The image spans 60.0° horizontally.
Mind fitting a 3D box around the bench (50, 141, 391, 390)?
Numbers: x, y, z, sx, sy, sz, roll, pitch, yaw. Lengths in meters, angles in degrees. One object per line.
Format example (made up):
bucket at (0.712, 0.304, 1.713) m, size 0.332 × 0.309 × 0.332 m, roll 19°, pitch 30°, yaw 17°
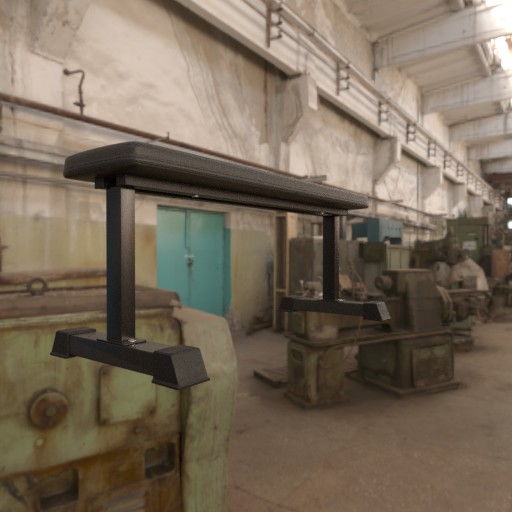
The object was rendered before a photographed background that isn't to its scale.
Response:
bench at (0.000, 0.000, 1.301) m, size 0.439 × 0.453 × 1.072 m, roll 1°, pitch 1°, yaw 37°
